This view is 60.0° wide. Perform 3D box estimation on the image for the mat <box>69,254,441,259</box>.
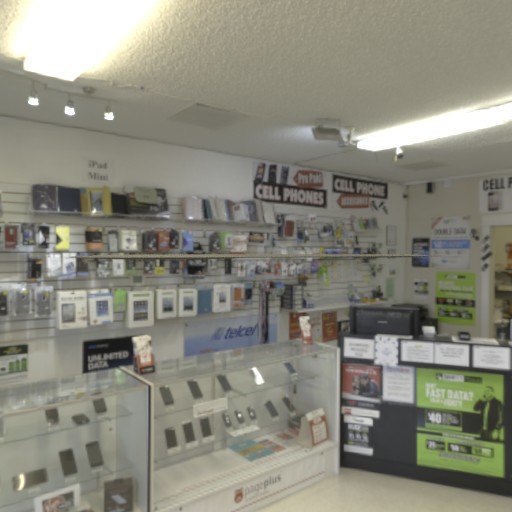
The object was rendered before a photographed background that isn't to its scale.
[{"bbox_3d":[0.000,0.000,1.835,1.524,0.013,0.913,0,0,-35],"label":"mat"}]
